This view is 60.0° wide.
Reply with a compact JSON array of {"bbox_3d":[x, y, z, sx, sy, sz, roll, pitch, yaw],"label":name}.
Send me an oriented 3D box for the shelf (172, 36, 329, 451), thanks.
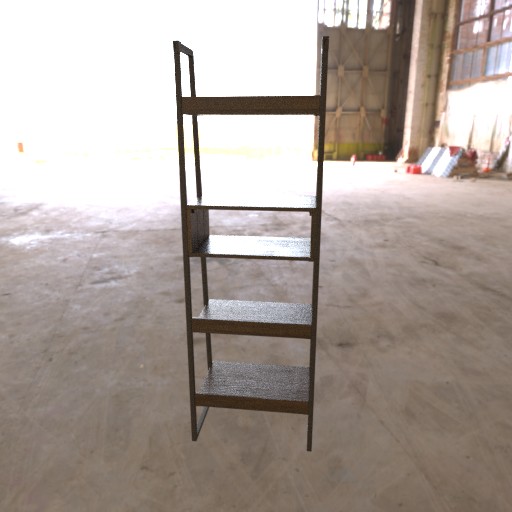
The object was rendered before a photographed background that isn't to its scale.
[{"bbox_3d":[0.000,0.000,2.319,0.652,2.005,0.454,2,16,7],"label":"shelf"}]
